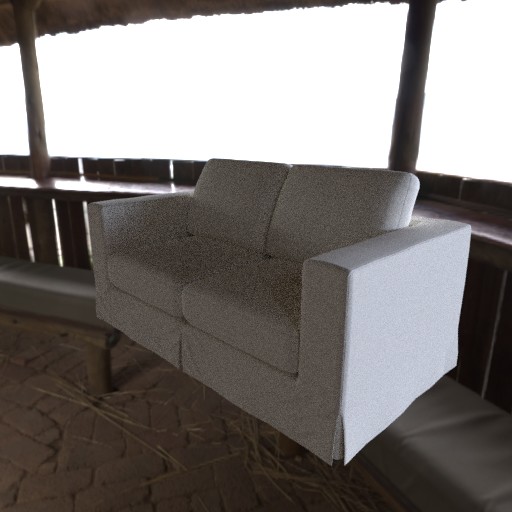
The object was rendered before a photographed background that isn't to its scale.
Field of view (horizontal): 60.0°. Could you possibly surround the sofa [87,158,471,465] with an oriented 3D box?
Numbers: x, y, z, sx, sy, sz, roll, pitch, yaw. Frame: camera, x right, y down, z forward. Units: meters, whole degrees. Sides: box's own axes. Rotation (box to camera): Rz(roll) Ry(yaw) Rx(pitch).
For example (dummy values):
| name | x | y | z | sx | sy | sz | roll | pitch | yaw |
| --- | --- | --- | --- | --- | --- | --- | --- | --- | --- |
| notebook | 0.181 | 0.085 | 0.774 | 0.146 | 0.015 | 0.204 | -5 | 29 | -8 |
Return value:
| name | x | y | z | sx | sy | sz | roll | pitch | yaw |
| --- | --- | --- | --- | --- | --- | --- | --- | --- | --- |
| sofa | 0.000 | 0.000 | 2.326 | 1.009 | 0.932 | 1.813 | -15 | 22 | -43 |
